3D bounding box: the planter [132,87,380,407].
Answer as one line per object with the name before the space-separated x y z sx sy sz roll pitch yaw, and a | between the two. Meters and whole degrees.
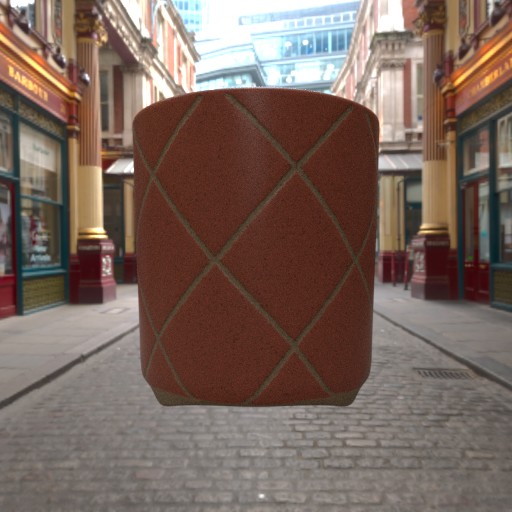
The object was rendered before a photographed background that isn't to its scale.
planter | 0.000 0.000 0.355 0.191 0.200 0.191 0 0 0
